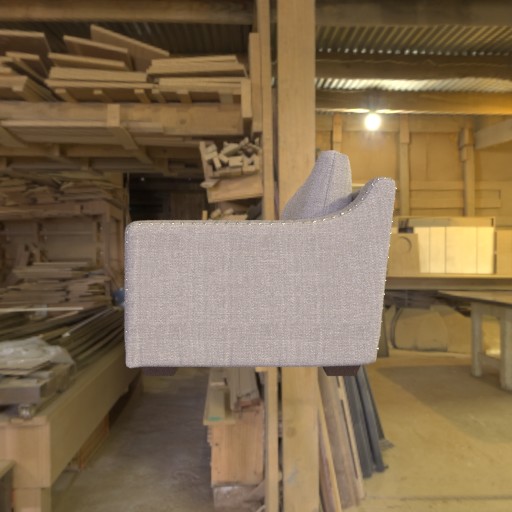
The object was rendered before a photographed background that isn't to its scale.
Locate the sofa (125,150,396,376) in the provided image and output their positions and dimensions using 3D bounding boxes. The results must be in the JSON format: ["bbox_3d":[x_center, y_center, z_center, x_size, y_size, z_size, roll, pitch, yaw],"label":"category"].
[{"bbox_3d":[0.000,0.000,2.665,1.000,0.857,2.208,0,0,0],"label":"sofa"}]
